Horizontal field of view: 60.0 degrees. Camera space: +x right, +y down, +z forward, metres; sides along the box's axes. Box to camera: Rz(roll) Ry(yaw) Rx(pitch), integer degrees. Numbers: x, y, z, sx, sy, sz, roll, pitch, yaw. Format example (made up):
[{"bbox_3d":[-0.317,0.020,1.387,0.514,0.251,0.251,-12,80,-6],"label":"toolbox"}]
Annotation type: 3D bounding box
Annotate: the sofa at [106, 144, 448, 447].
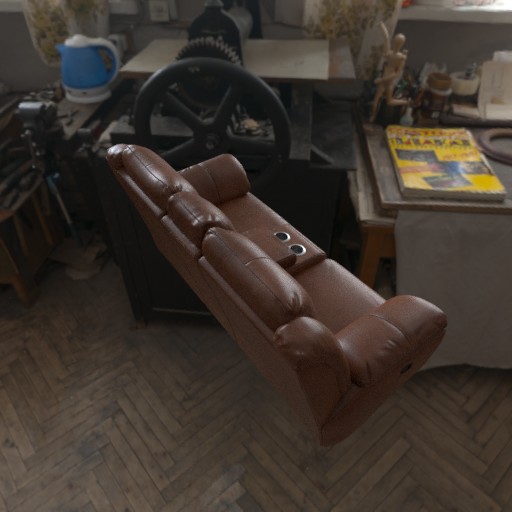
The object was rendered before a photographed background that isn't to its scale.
[{"bbox_3d":[0.000,0.000,2.649,0.991,1.043,2.058,-25,47,-26],"label":"sofa"}]
